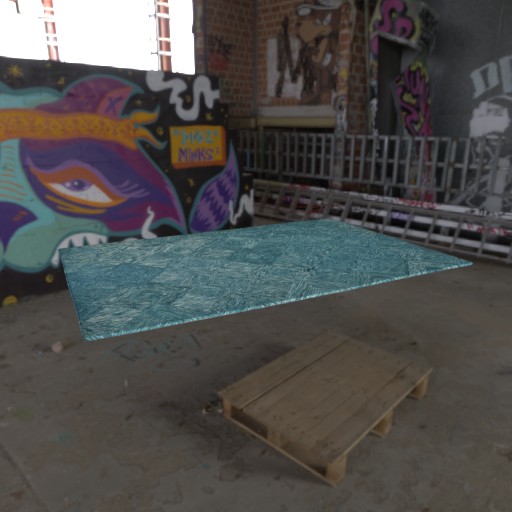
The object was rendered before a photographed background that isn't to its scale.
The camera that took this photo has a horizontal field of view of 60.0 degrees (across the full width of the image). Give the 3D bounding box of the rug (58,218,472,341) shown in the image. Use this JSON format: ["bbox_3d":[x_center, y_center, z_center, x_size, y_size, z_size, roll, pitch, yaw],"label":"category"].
[{"bbox_3d":[0.000,0.000,2.187,1.728,0.017,1.136,-8,19,-26],"label":"rug"}]
